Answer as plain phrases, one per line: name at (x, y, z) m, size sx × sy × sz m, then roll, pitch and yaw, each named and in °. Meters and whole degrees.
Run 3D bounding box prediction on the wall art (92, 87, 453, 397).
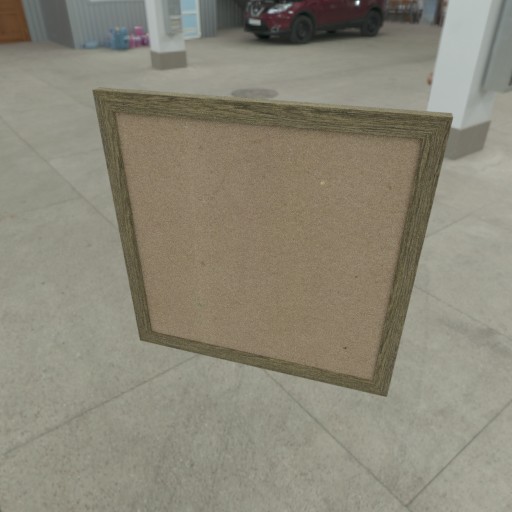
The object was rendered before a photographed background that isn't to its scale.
wall art at (0.000, 0.000, 0.746) m, size 0.508 × 0.508 × 0.019 m, roll 9°, pitch 34°, yaw 14°
